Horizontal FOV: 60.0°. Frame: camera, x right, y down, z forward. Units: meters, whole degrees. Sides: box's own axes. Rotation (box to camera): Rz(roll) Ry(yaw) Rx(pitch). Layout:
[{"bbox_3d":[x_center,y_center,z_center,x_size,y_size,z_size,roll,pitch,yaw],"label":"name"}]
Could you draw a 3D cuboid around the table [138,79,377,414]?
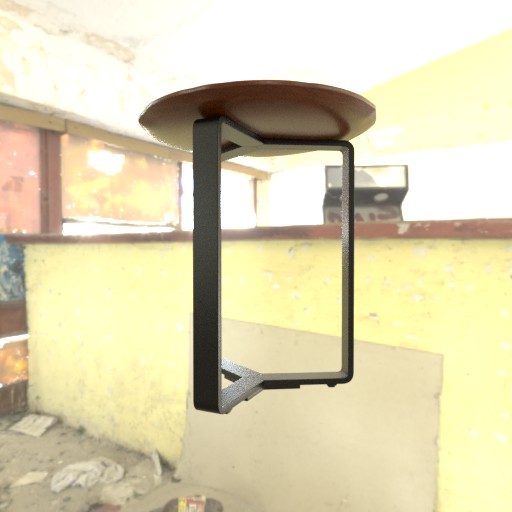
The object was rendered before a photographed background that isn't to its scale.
[{"bbox_3d":[0.000,0.000,0.760,0.380,0.450,0.410,-1,1,-35],"label":"table"}]
